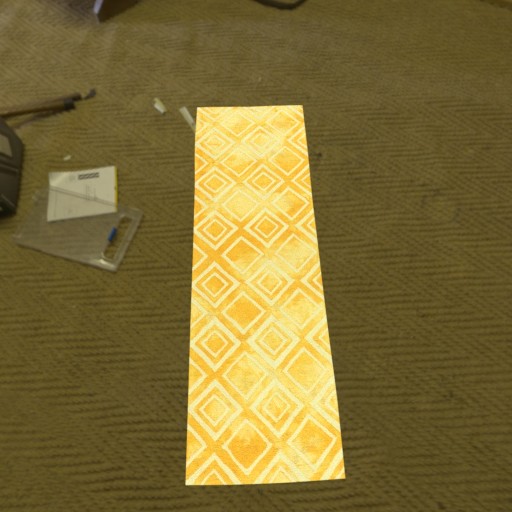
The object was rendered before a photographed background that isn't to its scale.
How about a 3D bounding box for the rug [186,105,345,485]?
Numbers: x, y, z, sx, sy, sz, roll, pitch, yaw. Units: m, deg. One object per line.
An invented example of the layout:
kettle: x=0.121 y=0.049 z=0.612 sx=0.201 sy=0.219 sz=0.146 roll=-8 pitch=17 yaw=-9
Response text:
rug: x=0.000 y=0.000 z=2.665 sx=0.775 sy=0.010 sz=2.438 roll=-2 pitch=63 yaw=-1
